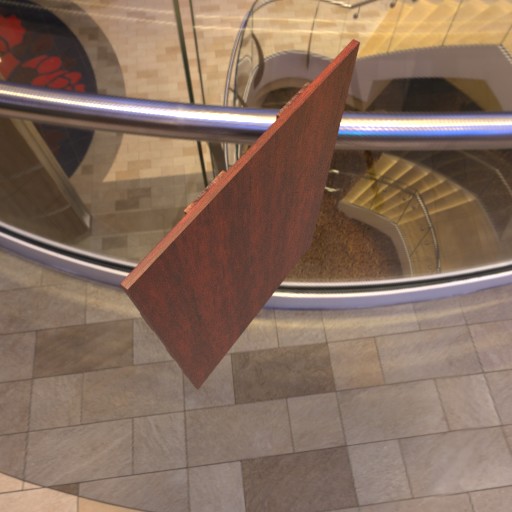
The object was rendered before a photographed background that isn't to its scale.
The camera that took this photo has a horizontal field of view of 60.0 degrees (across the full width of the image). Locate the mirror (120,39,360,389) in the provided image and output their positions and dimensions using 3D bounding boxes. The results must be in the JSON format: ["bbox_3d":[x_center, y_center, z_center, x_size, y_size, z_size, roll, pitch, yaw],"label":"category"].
[{"bbox_3d":[0.000,0.000,1.060,0.021,0.805,0.600,34,69,15],"label":"mirror"}]
